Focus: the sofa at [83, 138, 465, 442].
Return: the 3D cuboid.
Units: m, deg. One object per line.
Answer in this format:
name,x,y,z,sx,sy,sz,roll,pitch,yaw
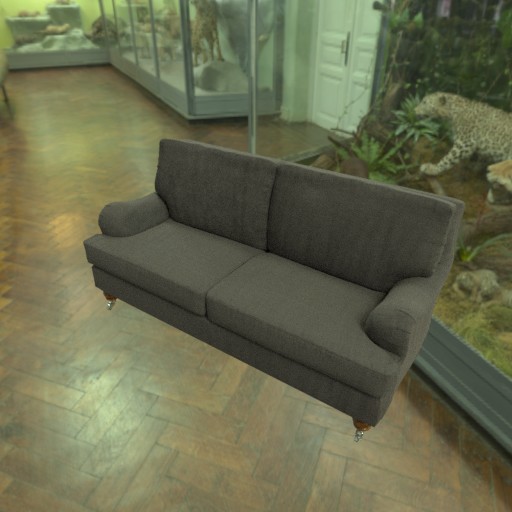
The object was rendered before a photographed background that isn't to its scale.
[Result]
sofa,0.000,0.000,2.800,2.165,1.087,1.086,20,36,29
